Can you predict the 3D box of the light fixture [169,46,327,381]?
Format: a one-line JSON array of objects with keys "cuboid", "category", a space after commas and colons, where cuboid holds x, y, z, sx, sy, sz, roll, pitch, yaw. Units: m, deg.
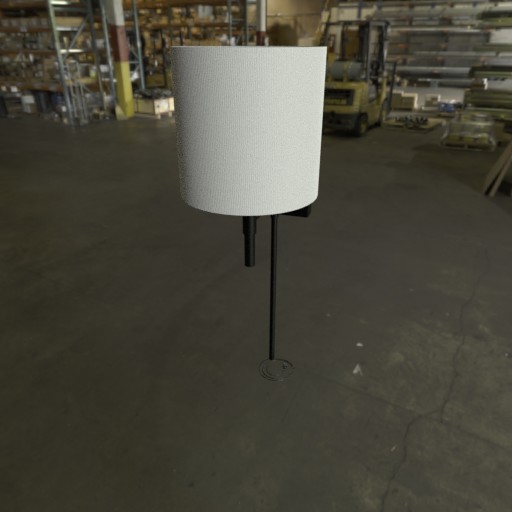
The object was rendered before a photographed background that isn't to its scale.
[{"cuboid": [0.000, 0.000, 0.689, 0.188, 0.589, 0.248, 8, 27, 16], "category": "light fixture"}]
